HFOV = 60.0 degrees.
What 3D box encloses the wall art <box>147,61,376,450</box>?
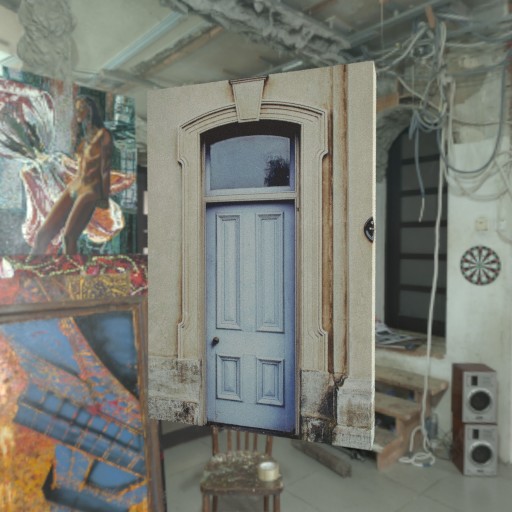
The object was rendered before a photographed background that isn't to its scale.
[{"bbox_3d":[0.000,0.000,0.492,0.254,0.381,0.038,0,1,19],"label":"wall art"}]
